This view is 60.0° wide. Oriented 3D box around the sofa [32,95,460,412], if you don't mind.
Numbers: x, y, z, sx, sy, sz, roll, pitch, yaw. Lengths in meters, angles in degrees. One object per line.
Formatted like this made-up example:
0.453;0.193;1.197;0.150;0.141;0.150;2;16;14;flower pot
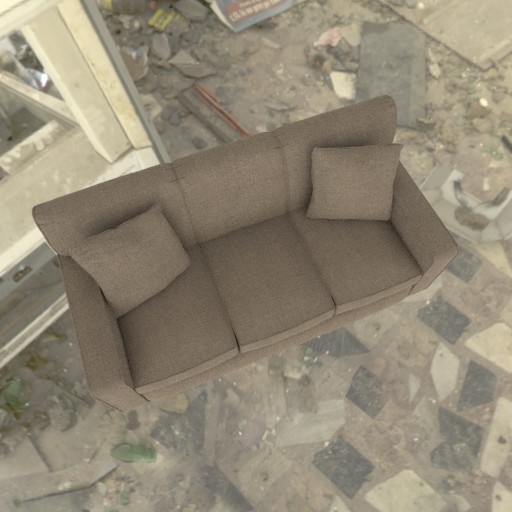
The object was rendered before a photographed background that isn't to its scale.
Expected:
0.000;0.000;2.526;2.024;0.958;0.997;-20;65;-10;sofa
